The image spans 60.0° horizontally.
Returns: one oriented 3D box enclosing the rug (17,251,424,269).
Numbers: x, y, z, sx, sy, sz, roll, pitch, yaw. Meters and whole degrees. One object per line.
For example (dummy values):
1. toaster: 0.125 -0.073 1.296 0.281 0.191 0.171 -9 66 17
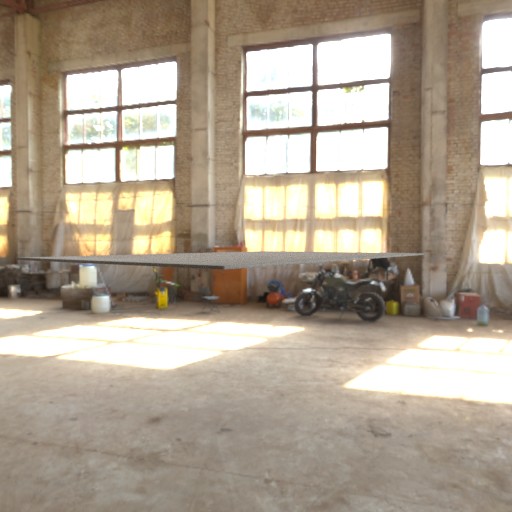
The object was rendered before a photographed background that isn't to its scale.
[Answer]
1. rug: 0.000 0.000 2.991 1.524 0.014 2.438 1 2 36
